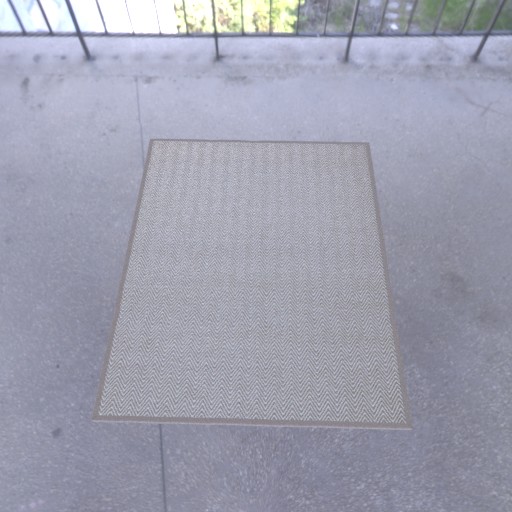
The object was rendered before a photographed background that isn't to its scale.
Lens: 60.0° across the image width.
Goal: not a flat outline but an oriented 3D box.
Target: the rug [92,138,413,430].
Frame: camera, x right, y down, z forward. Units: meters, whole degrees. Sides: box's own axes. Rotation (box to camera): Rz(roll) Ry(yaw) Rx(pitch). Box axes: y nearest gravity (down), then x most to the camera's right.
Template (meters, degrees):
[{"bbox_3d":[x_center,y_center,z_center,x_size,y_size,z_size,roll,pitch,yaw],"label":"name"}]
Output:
[{"bbox_3d":[0.000,0.000,4.130,2.434,0.032,3.007,1,58,1],"label":"rug"}]
